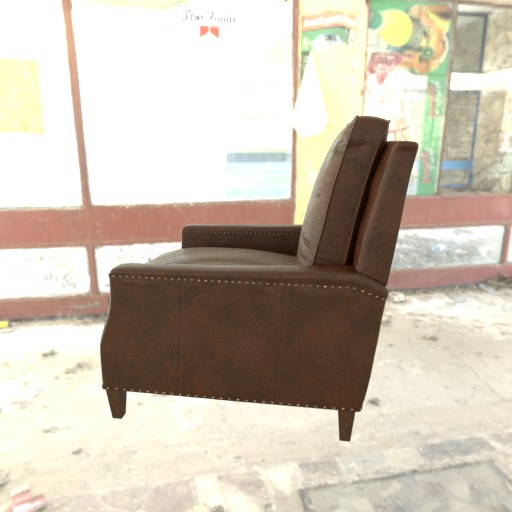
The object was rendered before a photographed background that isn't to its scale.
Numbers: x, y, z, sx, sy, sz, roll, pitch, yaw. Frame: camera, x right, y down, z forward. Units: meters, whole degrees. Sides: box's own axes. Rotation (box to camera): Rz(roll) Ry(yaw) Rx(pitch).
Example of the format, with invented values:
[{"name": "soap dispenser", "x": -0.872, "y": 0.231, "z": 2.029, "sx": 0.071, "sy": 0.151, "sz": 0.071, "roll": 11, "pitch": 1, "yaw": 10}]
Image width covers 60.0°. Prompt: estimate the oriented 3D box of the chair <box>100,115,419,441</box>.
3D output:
[{"name": "chair", "x": 0.000, "y": 0.000, "z": 1.794, "sx": 1.035, "sy": 1.054, "sz": 0.854, "roll": 2, "pitch": 15, "yaw": 9}]
